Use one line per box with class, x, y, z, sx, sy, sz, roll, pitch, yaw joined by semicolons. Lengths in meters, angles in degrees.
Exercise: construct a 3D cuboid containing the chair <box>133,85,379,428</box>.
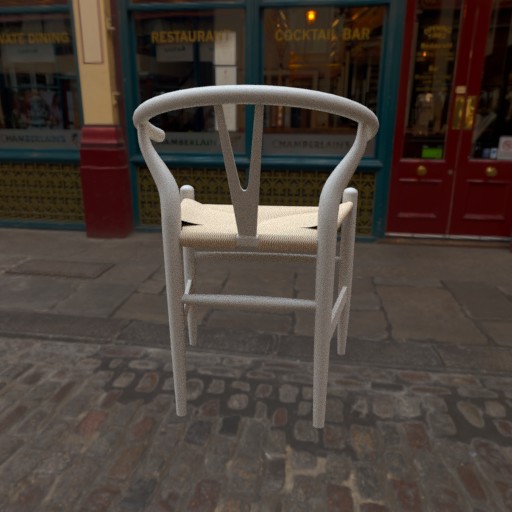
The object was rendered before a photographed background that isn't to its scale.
chair;0.000;0.000;1.081;0.533;0.736;0.500;2;16;7
